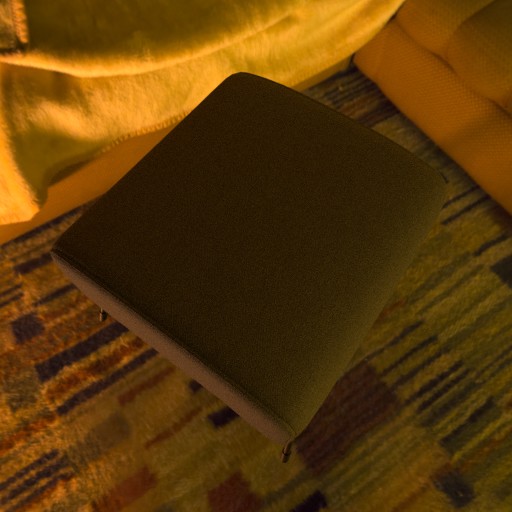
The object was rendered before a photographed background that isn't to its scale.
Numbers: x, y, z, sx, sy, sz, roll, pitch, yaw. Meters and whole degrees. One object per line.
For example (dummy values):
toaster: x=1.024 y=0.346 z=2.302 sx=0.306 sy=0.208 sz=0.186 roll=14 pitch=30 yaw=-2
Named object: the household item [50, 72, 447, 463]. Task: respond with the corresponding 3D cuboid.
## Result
household item: x=0.000 y=0.000 z=0.878 sx=0.530 sy=0.410 sz=0.530 roll=33 pitch=68 yaw=15
